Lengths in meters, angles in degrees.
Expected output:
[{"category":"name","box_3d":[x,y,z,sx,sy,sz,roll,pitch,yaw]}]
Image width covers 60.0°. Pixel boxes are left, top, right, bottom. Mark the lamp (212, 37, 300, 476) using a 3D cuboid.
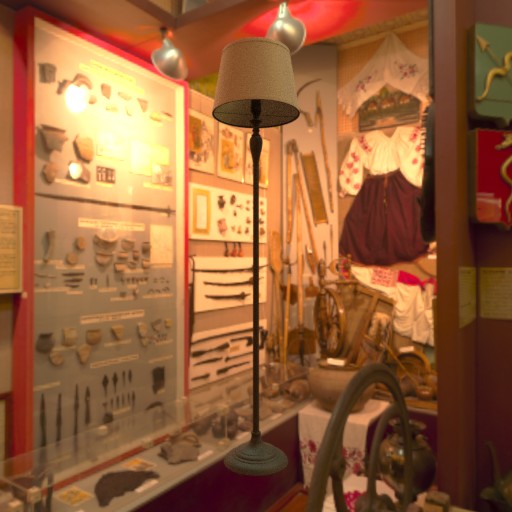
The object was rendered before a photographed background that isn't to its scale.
[{"category":"lamp","box_3d":[0.000,0.000,1.644,0.327,1.506,0.327,-1,-1,35]}]
